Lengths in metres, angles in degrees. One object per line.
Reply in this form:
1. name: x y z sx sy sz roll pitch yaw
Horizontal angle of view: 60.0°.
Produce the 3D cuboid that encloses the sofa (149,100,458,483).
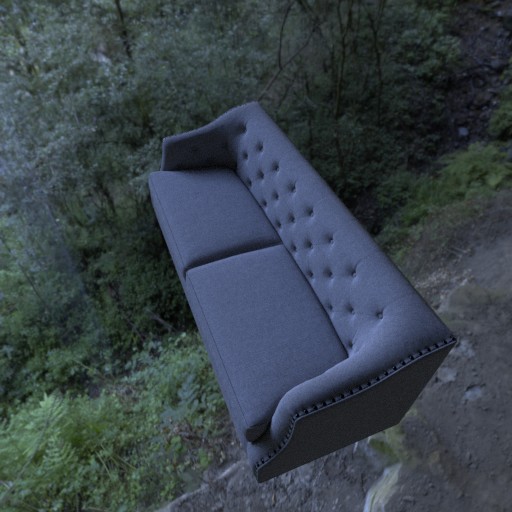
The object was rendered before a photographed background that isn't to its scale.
1. sofa: 0.000 0.000 2.708 0.914 0.901 2.235 -16 48 -15
